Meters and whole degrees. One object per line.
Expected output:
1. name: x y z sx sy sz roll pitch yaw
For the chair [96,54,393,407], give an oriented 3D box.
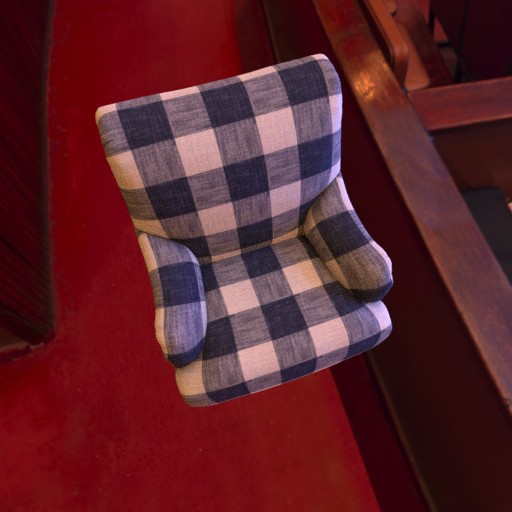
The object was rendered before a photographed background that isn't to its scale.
1. chair: 0.000 0.000 1.579 0.781 0.953 0.848 -17 65 -8
